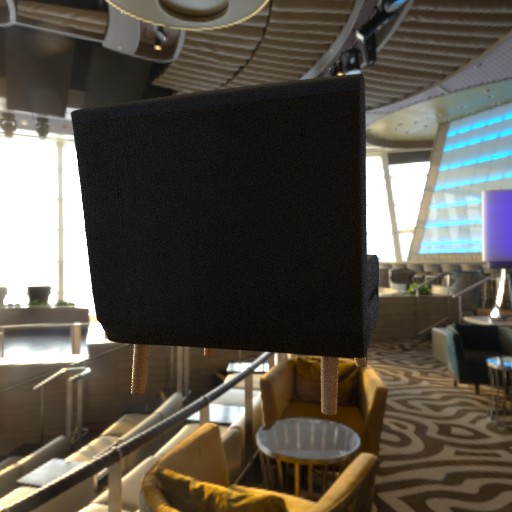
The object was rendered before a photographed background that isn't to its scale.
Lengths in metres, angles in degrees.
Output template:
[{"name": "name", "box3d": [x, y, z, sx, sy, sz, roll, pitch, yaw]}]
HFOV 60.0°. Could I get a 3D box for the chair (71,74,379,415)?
[{"name": "chair", "box3d": [0.000, 0.000, 1.467, 0.770, 0.808, 0.900, 0, -1, 18]}]
